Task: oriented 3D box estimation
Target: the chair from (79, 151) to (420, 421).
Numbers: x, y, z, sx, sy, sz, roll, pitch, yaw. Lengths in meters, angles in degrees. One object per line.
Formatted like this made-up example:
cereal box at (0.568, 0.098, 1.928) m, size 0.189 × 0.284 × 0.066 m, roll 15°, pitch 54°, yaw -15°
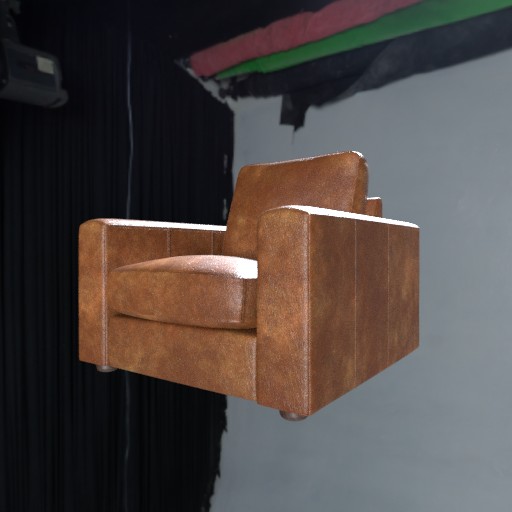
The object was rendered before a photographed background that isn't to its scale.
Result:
chair at (0.000, 0.000, 1.770) m, size 1.005 × 0.873 × 1.016 m, roll 1°, pitch 1°, yaw 36°
